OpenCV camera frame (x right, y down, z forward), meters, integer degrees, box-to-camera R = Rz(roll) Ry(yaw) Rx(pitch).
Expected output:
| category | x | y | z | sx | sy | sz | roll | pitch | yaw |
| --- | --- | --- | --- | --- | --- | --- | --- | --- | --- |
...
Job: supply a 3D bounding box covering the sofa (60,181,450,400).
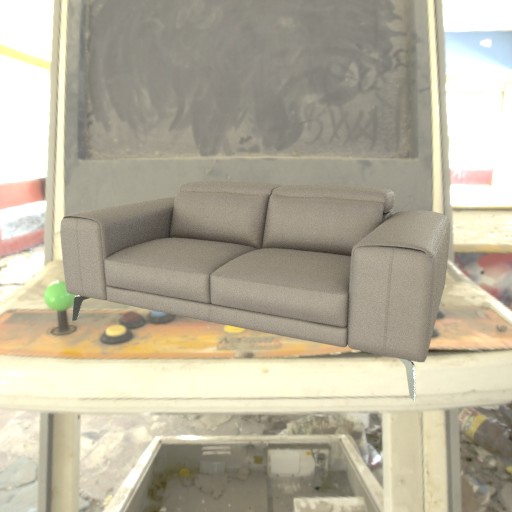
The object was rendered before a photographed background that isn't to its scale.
| category | x | y | z | sx | sy | sz | roll | pitch | yaw |
| --- | --- | --- | --- | --- | --- | --- | --- | --- | --- |
| sofa | 0.000 | 0.000 | 2.480 | 1.930 | 0.753 | 1.024 | 7 | 15 | 25 |
